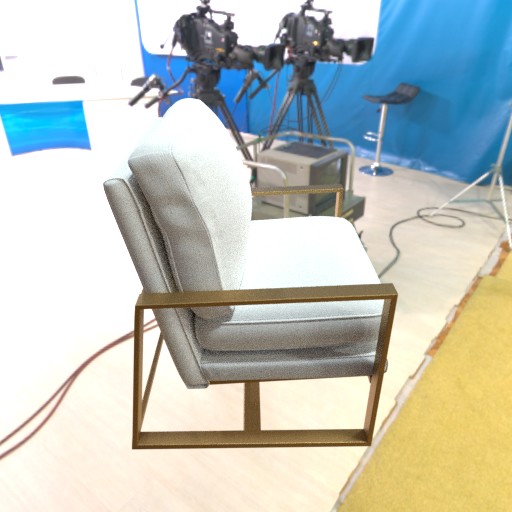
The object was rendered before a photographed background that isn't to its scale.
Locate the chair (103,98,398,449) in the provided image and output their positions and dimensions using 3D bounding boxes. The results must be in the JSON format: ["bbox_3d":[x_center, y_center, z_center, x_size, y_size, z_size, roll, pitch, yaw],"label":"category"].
[{"bbox_3d":[0.000,0.000,1.537,0.813,0.966,0.805,-1,30,-1],"label":"chair"}]
